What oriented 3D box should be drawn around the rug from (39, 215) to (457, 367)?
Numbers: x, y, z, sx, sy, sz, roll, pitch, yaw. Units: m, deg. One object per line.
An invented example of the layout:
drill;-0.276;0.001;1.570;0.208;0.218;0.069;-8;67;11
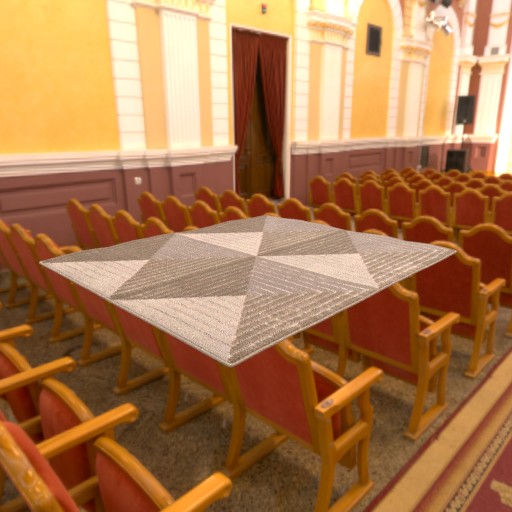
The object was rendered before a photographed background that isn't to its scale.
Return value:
rug;0.000;0.000;0.883;0.551;0.008;0.642;16;23;42
